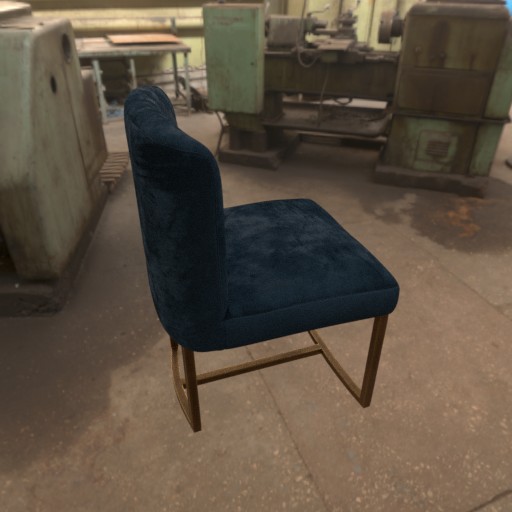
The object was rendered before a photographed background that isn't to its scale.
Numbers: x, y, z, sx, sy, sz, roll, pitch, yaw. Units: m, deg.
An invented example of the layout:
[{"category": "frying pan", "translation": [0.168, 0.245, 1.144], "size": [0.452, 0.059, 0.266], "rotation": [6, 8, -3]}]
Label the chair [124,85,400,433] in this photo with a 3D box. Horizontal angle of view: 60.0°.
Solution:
[{"category": "chair", "translation": [0.000, 0.000, 1.168], "size": [0.560, 0.824, 0.530], "rotation": [-10, 34, -16]}]
